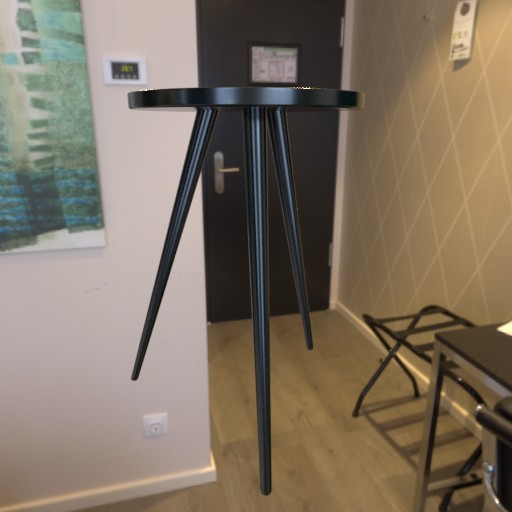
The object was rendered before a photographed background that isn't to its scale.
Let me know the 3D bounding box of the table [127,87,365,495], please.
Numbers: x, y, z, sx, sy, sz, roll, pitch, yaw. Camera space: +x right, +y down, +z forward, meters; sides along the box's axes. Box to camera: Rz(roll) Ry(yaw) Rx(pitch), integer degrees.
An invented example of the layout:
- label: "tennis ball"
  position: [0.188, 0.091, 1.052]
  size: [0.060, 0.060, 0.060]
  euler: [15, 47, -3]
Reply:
- label: "table"
  position: [0.000, 0.000, 0.806]
  size: [0.403, 0.548, 0.415]
  euler: [16, 23, 42]
